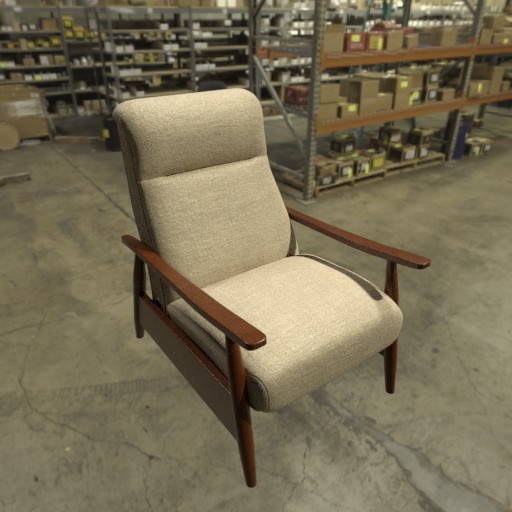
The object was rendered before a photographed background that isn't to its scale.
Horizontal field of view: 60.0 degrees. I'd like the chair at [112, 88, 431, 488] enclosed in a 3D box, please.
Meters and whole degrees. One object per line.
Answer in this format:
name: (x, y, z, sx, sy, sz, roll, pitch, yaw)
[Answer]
chair: (0.000, 0.000, 1.719, 0.762, 1.082, 1.014, -19, 34, -31)
